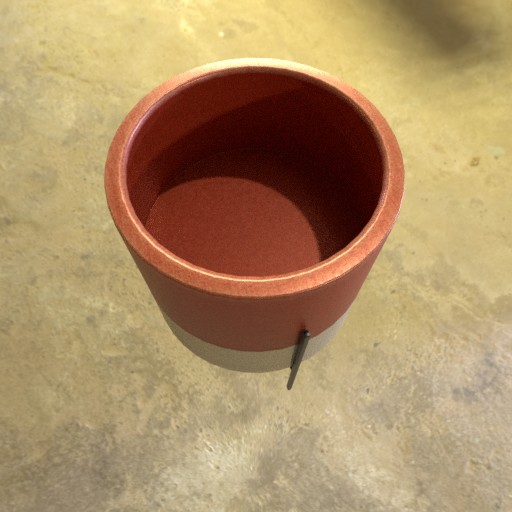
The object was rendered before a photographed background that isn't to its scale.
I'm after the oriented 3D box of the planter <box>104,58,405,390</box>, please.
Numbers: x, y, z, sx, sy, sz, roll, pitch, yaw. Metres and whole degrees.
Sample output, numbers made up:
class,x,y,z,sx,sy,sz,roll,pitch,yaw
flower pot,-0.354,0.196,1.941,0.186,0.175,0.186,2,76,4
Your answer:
class,x,y,z,sx,sy,sz,roll,pitch,yaw
planter,0.000,0.000,0.709,0.345,0.465,0.354,-19,64,-10
